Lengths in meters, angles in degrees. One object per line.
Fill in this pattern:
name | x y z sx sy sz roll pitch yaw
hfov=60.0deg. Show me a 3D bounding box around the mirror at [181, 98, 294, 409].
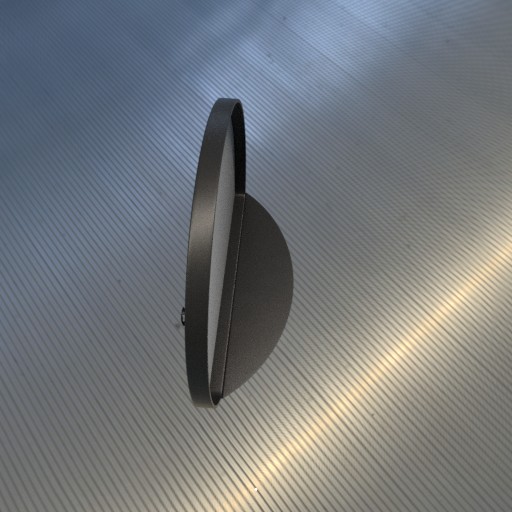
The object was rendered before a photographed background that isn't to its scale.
mirror | 0.000 0.000 0.689 0.133 0.457 0.457 4 62 2
